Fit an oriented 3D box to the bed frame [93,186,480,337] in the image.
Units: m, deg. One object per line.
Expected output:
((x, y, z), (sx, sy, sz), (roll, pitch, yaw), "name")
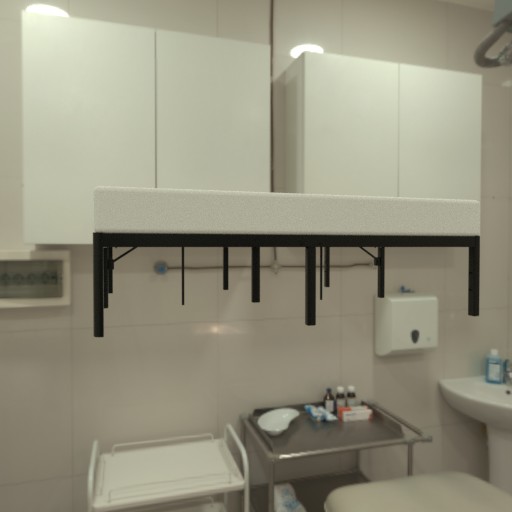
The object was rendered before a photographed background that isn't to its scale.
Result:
((0.000, 0.000, 3.143), (2.079, 0.659, 1.963), (0, 1, -17), "bed frame")
